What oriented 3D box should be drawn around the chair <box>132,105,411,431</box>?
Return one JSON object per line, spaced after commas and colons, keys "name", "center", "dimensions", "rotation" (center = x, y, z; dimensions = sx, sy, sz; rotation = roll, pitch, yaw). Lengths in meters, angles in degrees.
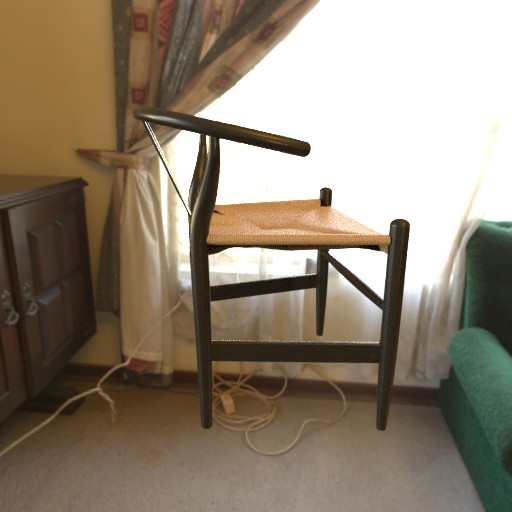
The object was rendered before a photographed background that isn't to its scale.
{"name": "chair", "center": [0.000, 0.000, 1.158], "dimensions": [0.570, 0.739, 0.570], "rotation": [-3, 17, -9]}
